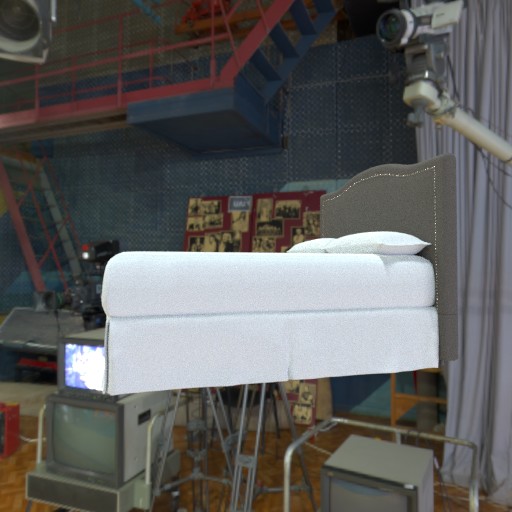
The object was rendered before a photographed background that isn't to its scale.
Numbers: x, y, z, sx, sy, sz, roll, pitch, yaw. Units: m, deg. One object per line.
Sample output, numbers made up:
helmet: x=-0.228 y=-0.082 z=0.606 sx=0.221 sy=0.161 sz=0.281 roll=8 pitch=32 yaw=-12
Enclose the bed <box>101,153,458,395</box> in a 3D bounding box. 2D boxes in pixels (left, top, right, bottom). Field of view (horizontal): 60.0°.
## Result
bed: x=0.000 y=0.000 z=3.134 sx=2.036 sy=1.387 sz=1.666 roll=0 pitch=-2 yaw=-18
